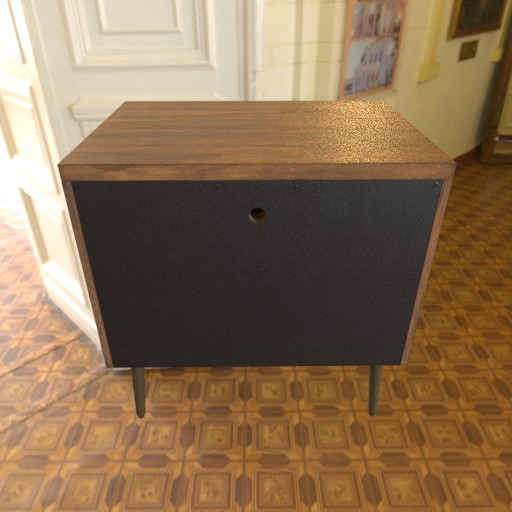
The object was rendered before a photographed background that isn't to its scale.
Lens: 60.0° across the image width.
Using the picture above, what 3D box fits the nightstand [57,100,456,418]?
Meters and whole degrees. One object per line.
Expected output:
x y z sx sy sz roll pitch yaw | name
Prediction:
0.000 0.000 1.030 0.610 0.610 0.458 0 31 -1 | nightstand
